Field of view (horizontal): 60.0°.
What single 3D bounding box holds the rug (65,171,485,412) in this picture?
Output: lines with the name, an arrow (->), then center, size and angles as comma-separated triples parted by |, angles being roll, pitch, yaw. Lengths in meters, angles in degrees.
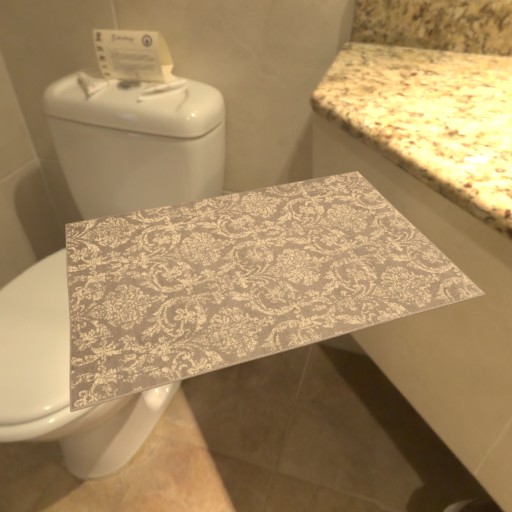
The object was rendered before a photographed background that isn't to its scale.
rug -> 0.000, 0.000, 3.390 | 2.746, 0.018, 1.819 | -12, 42, -14
